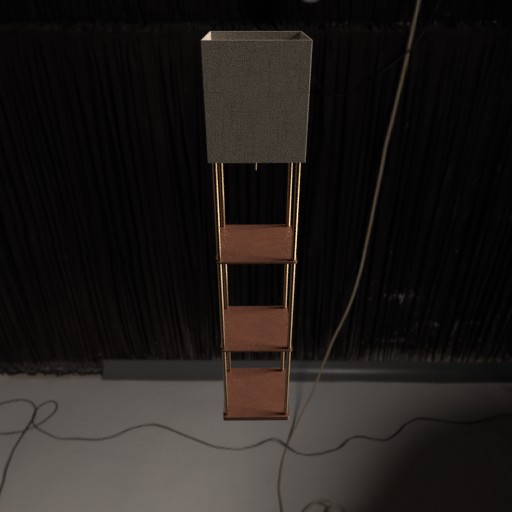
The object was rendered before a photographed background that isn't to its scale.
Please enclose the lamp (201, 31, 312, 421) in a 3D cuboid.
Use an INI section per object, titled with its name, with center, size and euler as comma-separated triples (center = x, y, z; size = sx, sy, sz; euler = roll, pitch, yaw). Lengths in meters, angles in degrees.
[lamp]
center = 0.000, 0.000, 1.755
size = 0.308, 1.569, 0.310
euler = 0, 31, 0
